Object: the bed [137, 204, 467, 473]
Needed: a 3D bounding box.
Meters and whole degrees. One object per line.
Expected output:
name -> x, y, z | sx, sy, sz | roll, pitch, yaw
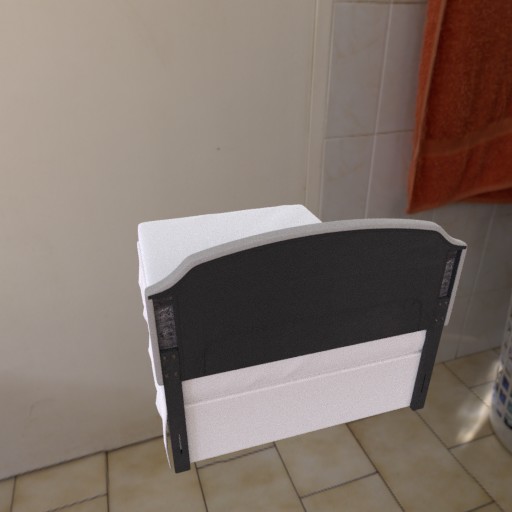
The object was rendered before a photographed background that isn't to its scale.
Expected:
bed -> 0.000, 0.000, 2.977 | 1.558, 1.270, 1.999 | -8, 29, -15
